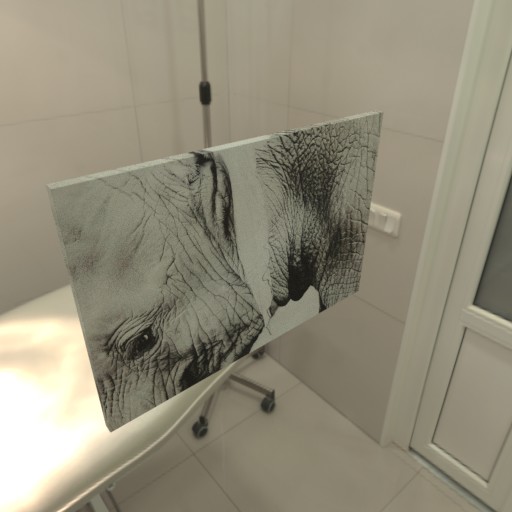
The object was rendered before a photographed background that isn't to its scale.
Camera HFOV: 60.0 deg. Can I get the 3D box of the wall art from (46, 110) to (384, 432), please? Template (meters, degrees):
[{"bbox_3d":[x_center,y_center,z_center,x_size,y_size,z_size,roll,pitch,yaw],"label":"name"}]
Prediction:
[{"bbox_3d":[0.000,0.000,1.438,1.141,0.758,0.035,-23,37,-34],"label":"wall art"}]
